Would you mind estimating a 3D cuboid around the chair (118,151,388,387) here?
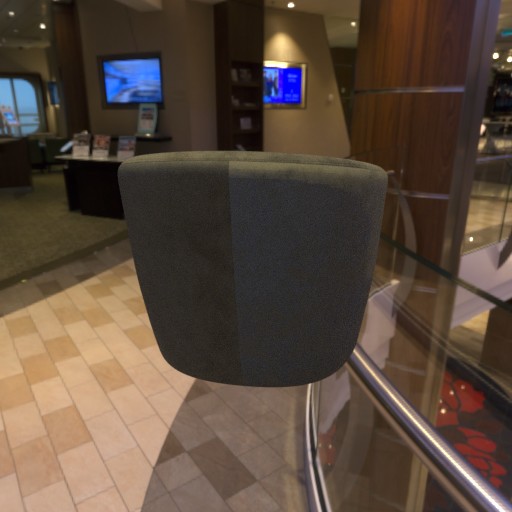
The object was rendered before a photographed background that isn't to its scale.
[{"bbox_3d":[0.000,0.000,1.376,0.773,0.698,0.767,3,19,8],"label":"chair"}]
